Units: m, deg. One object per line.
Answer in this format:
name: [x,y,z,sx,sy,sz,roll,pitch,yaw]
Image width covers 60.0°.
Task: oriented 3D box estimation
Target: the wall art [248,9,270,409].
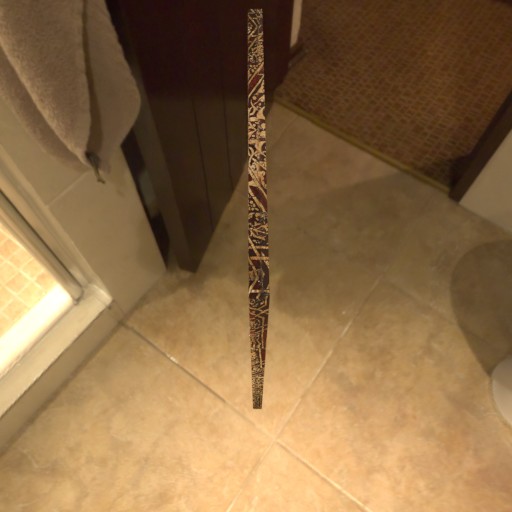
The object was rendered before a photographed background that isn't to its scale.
wall art: [0.000,0.000,0.738,0.020,0.599,0.397,-1,62,0]
